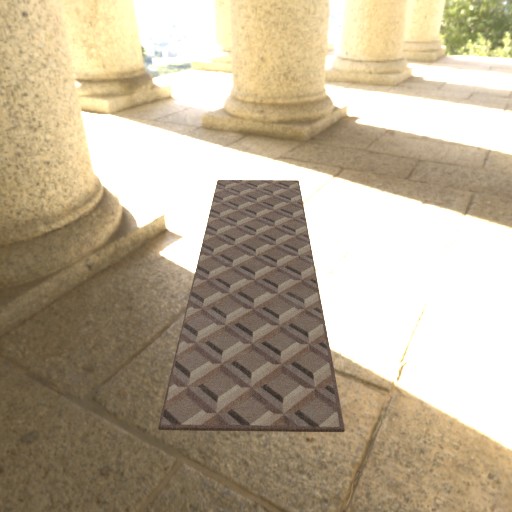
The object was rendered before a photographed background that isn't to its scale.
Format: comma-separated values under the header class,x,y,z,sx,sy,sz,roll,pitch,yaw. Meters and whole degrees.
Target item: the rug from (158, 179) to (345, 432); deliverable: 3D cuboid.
class,x,y,z,sx,sy,sz,roll,pitch,yaw
rug,0.000,0.000,2.652,0.685,0.013,2.437,0,31,1
